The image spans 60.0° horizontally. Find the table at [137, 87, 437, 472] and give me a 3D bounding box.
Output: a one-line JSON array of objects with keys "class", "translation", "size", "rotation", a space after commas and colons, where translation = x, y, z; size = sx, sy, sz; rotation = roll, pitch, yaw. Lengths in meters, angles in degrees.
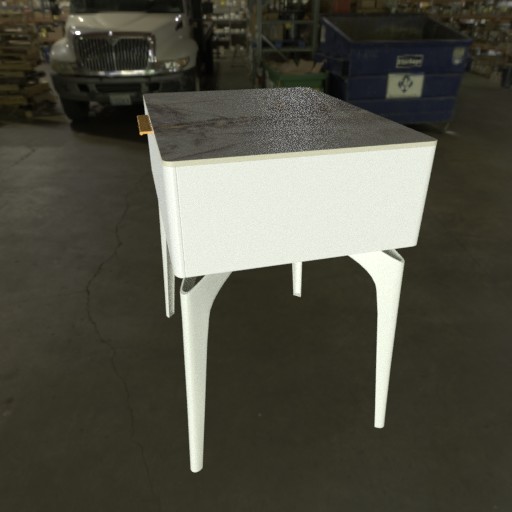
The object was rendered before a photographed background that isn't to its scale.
[{"class": "table", "translation": [0.000, 0.000, 0.907], "size": [0.400, 0.570, 0.500], "rotation": [-8, 30, -13]}]
